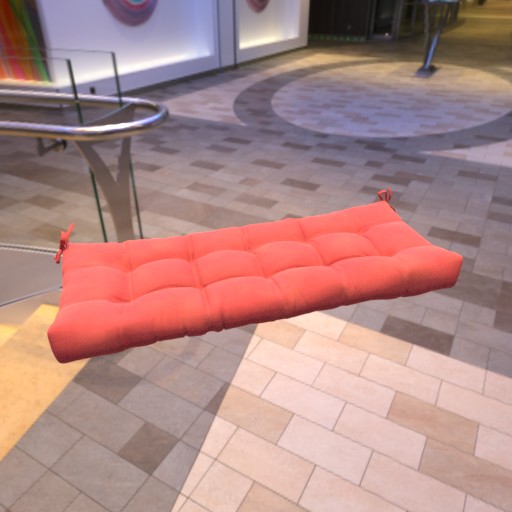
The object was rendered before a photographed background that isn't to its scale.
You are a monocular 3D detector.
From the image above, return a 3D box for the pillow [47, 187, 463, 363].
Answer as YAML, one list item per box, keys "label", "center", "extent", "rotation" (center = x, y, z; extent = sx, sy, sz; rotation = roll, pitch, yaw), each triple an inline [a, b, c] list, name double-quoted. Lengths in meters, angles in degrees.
- label: "pillow"
  center: [0.000, 0.000, 1.349]
  extent: [1.194, 0.174, 0.511]
  rotation: [-9, 33, -14]
